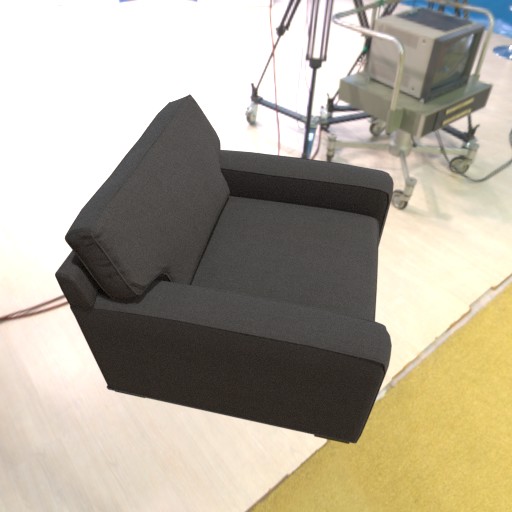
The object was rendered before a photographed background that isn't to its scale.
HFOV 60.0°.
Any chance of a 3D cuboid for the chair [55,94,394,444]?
[{"bbox_3d":[0.000,0.000,1.800,1.043,0.913,0.997,9,46,9],"label":"chair"}]
